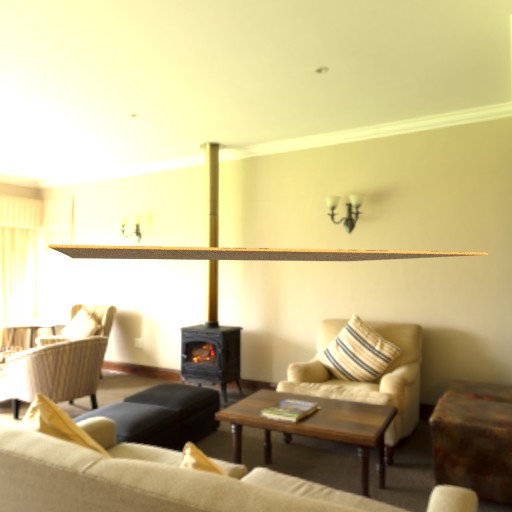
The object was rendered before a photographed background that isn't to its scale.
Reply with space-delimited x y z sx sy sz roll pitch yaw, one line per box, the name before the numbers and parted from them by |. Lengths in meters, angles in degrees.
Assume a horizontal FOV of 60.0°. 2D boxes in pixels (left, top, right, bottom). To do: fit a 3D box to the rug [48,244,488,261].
rug | 0.000 0.000 2.850 2.275 0.014 1.514 1 -2 -19
